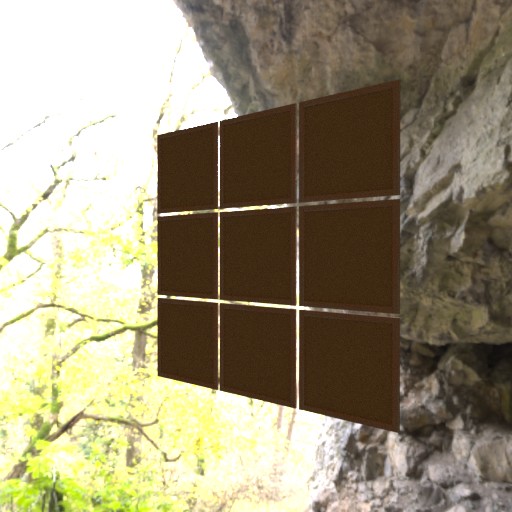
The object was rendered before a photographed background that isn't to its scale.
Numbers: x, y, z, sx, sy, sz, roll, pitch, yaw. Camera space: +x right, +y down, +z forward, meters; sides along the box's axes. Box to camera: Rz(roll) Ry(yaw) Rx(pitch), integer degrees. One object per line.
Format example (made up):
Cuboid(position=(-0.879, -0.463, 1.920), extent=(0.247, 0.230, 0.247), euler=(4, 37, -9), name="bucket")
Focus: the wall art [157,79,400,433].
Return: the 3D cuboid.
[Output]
Cuboid(position=(0.000, 0.000, 2.349), extent=(1.521, 1.519, 0.013), euler=(0, 0, 36), name="wall art")
